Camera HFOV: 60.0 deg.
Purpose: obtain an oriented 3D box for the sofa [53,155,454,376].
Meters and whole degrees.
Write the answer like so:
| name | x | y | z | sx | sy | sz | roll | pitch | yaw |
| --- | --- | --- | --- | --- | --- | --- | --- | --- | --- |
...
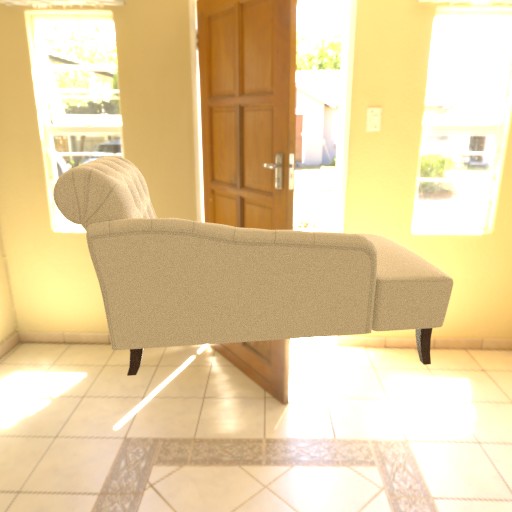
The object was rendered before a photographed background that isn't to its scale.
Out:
| name | x | y | z | sx | sy | sz | roll | pitch | yaw |
| --- | --- | --- | --- | --- | --- | --- | --- | --- | --- |
| sofa | 0.000 | 0.000 | 1.828 | 1.379 | 0.787 | 0.675 | -2 | 17 | -8 |
